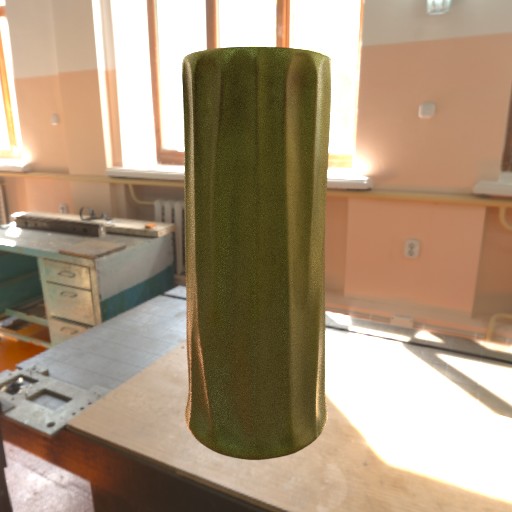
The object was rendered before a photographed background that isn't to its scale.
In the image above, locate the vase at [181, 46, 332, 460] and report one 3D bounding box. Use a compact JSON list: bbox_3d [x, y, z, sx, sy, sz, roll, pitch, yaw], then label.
[{"bbox_3d":[0.000,0.000,0.175,0.061,0.143,0.061,0,15,0],"label":"vase"}]
